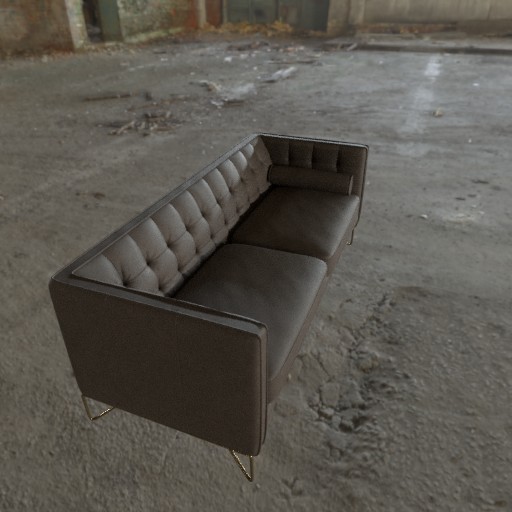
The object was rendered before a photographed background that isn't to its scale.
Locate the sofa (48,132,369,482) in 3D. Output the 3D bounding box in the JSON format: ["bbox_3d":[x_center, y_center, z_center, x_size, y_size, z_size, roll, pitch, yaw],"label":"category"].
[{"bbox_3d":[0.000,0.000,2.490,0.867,0.789,2.087,11,33,18],"label":"sofa"}]
